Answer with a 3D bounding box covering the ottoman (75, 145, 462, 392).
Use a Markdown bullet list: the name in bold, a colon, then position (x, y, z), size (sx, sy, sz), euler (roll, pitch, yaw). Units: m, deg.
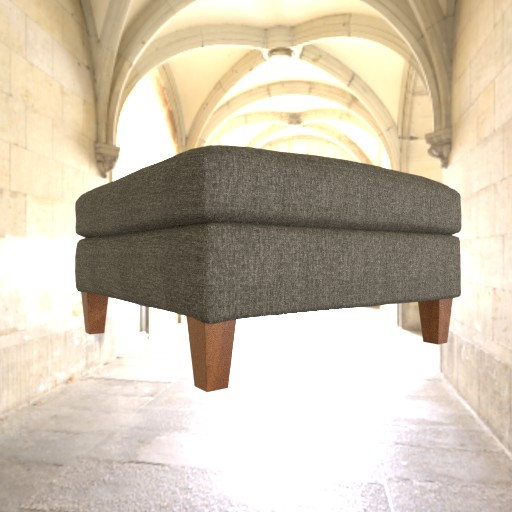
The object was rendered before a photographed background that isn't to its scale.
- **ottoman**: position (0.000, 0.000, 1.310), size (0.838, 0.481, 0.838), euler (0, 0, -36)
